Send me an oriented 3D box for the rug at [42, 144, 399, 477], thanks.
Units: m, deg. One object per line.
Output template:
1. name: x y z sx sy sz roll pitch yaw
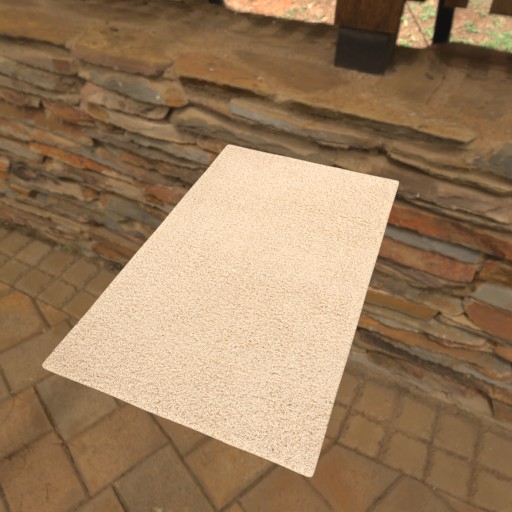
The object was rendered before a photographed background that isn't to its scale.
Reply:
1. rug: 0.000 0.000 2.992 1.524 0.030 2.438 16 47 15
